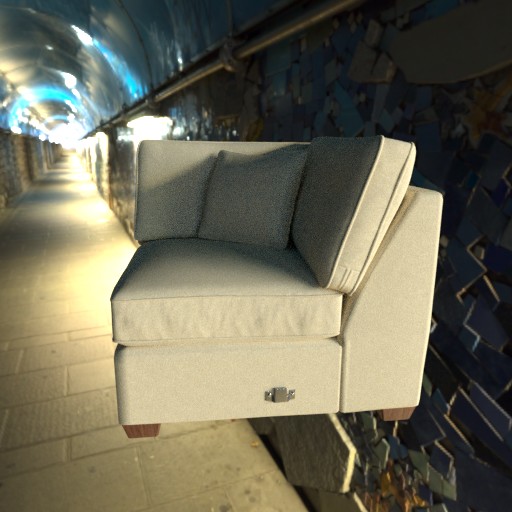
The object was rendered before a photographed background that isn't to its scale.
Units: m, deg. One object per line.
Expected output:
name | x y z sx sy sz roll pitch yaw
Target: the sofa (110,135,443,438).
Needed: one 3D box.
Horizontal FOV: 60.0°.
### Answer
sofa | 0.000 0.000 1.922 1.084 1.002 1.146 -2 14 -6
